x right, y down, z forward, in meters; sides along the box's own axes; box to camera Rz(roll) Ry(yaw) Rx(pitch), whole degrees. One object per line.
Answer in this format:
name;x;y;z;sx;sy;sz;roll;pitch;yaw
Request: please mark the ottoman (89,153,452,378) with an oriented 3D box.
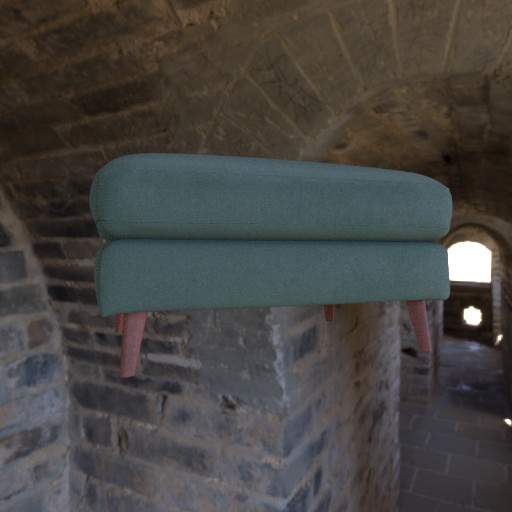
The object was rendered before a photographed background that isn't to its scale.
ottoman;0.000;0.000;1.173;0.811;0.449;0.608;0;1;-19
